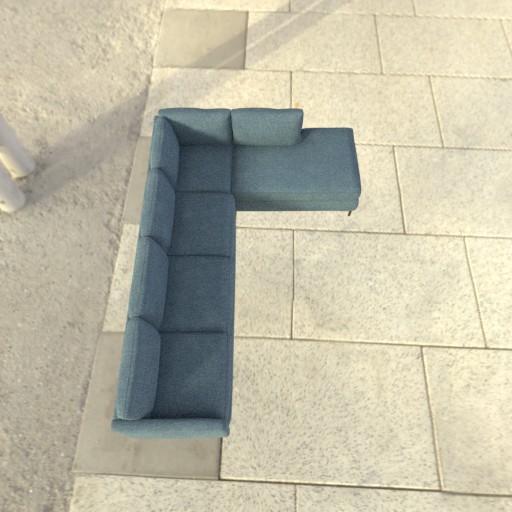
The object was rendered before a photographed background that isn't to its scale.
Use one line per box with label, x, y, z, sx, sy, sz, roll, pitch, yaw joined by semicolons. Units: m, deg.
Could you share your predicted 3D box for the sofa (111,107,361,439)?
sofa;0.000;0.000;3.861;2.007;0.815;2.949;0;63;0
